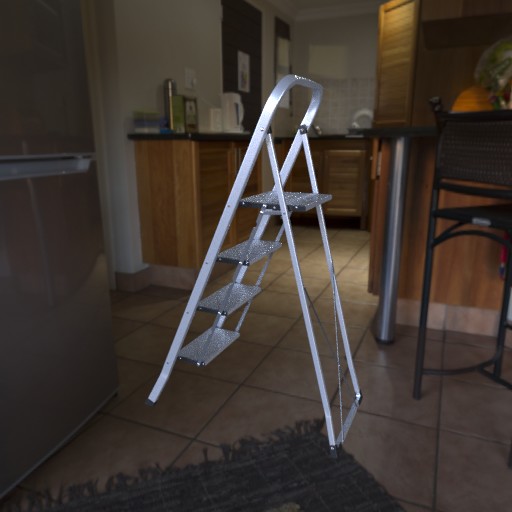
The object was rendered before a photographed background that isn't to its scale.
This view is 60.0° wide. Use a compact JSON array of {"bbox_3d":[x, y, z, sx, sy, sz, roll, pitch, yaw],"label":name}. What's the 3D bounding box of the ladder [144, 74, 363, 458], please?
[{"bbox_3d":[0.000,0.000,1.739,0.830,1.290,0.465,7,17,24],"label":"ladder"}]
